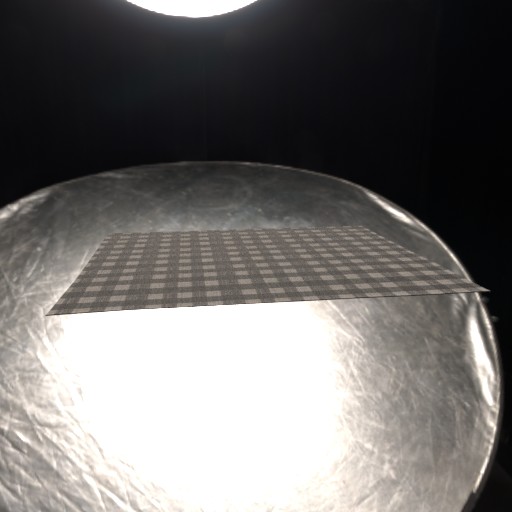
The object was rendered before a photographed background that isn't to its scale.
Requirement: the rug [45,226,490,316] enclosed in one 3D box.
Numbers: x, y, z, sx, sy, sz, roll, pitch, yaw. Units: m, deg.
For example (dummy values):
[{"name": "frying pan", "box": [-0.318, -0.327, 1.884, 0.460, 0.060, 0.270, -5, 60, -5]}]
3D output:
[{"name": "rug", "box": [0.000, 0.000, 4.105, 3.021, 0.013, 2.432, -2, 15, -8]}]
